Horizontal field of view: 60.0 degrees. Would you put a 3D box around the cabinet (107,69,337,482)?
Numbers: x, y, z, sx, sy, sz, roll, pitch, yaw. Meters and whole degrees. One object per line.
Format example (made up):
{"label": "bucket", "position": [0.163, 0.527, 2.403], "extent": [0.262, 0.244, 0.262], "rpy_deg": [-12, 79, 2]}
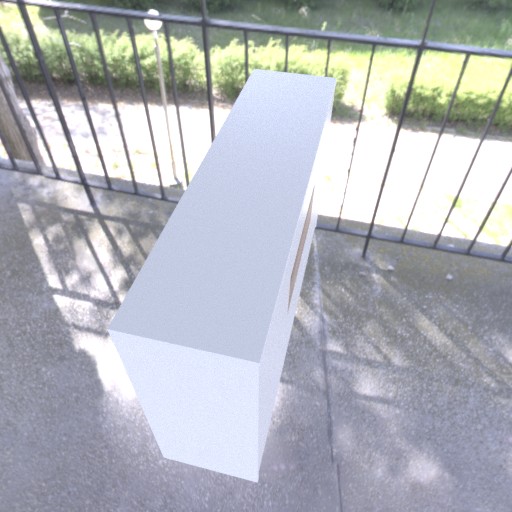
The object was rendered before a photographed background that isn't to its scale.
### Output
{"label": "cabinet", "position": [0.000, 0.000, 1.847], "extent": [0.380, 0.900, 1.450], "rpy_deg": [10, 48, 9]}
